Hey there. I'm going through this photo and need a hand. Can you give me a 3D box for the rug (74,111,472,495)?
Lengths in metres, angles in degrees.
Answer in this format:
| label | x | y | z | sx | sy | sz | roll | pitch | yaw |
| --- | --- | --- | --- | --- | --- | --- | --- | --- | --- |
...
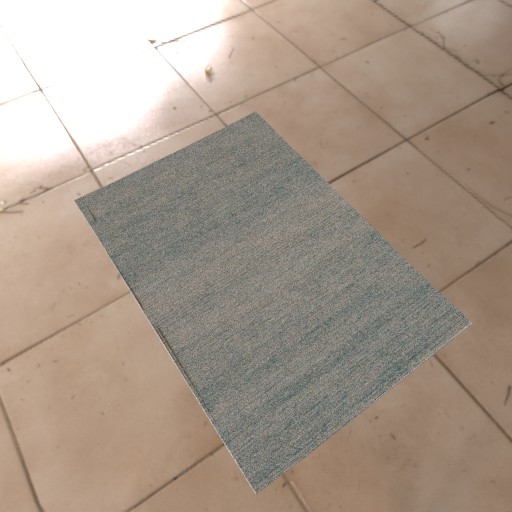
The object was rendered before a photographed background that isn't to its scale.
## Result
| label | x | y | z | sx | sy | sz | roll | pitch | yaw |
| --- | --- | --- | --- | --- | --- | --- | --- | --- | --- |
| rug | 0.000 | 0.000 | 2.945 | 1.613 | 0.030 | 2.306 | -31 | 63 | -17 |
